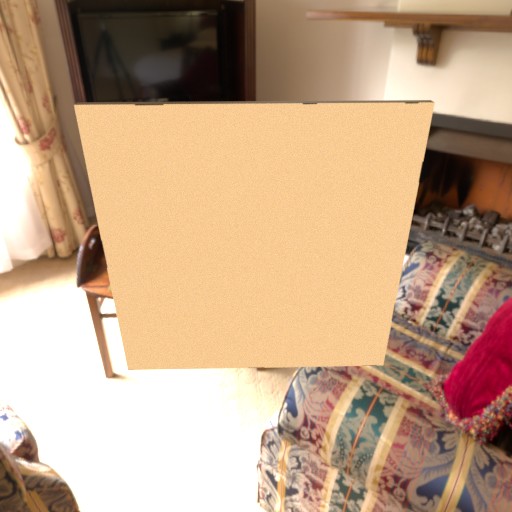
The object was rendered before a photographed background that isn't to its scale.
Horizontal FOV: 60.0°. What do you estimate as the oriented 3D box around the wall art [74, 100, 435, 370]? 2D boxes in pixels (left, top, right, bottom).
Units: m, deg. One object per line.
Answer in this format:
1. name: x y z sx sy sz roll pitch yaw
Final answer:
1. wall art: 0.000 0.000 0.665 0.446 0.445 0.014 -1 30 -1
